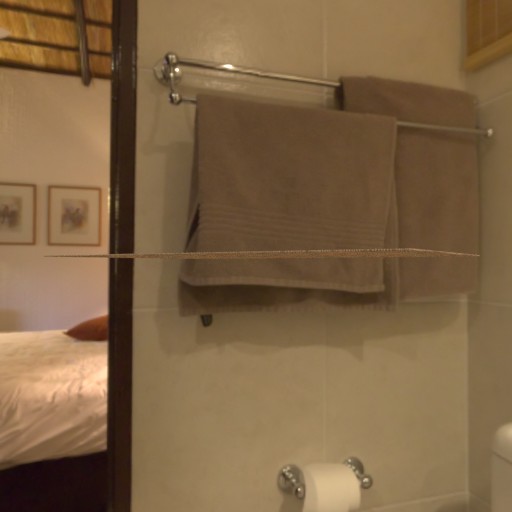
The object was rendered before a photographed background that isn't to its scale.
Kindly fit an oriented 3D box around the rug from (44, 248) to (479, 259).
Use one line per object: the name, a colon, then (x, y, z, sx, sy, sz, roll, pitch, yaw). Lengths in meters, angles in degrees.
rug: (0.000, 0.000, 2.908, 2.427, 0.007, 1.515, -1, -1, 35)
